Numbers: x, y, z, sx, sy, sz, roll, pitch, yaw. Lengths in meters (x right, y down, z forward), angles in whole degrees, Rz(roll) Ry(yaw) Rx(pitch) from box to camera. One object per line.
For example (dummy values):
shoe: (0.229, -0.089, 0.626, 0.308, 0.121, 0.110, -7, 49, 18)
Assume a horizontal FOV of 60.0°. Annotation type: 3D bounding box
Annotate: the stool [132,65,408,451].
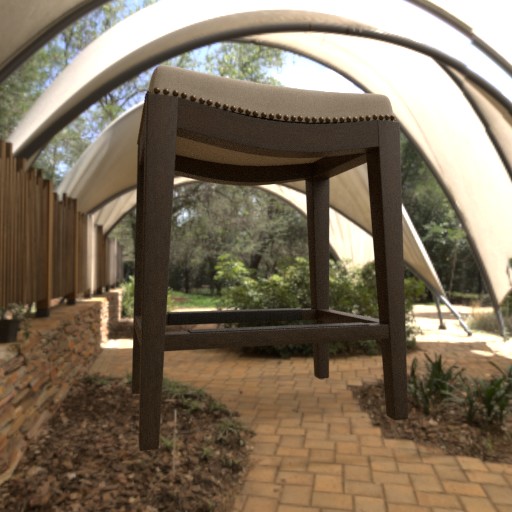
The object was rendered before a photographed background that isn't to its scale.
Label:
stool: (0.000, 0.000, 0.956, 0.500, 0.642, 0.361, 0, -2, -17)
